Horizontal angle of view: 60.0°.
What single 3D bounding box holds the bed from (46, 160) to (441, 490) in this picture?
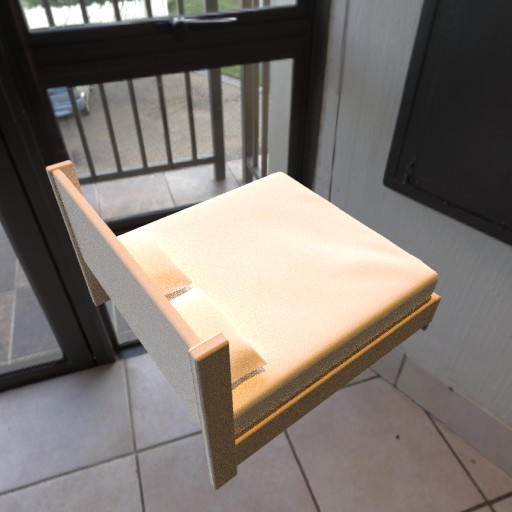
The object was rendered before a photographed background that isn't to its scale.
[{"bbox_3d":[0.000,0.000,3.630,2.293,1.471,2.145,-27,48,-27],"label":"bed"}]
